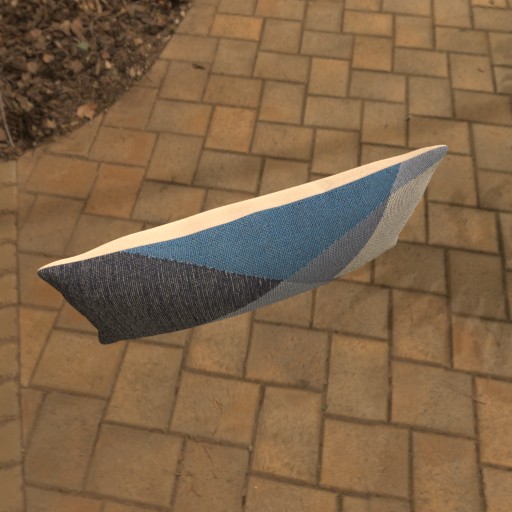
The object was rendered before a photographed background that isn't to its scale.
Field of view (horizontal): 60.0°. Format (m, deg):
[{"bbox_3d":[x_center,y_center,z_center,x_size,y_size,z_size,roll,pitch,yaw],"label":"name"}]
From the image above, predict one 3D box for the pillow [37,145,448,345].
[{"bbox_3d":[0.000,0.000,0.730,0.604,0.307,0.148,-18,64,-9],"label":"pillow"}]
